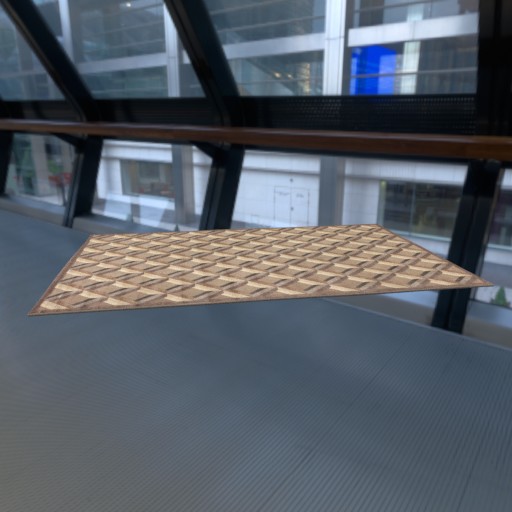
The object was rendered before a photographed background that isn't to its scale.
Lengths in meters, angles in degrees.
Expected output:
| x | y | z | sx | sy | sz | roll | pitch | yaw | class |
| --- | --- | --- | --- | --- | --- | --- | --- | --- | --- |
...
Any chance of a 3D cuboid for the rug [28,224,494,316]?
| x | y | z | sx | sy | sz | roll | pitch | yaw | class |
| --- | --- | --- | --- | --- | --- | --- | --- | --- | --- |
| 0.000 | 0.000 | 2.062 | 1.677 | 0.011 | 1.066 | -3 | 17 | -9 | rug |
